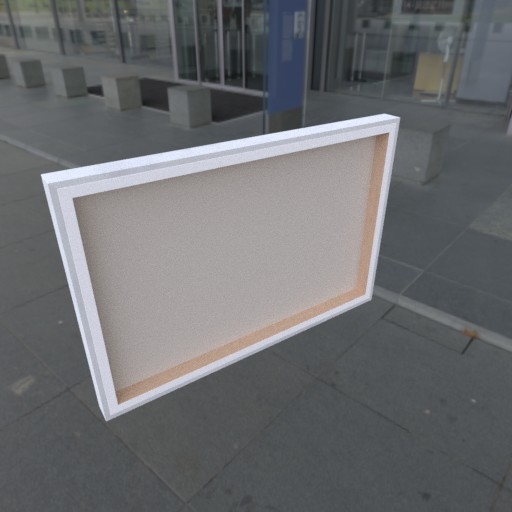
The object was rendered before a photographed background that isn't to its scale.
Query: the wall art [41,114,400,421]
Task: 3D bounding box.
[{"bbox_3d":[0.000,0.000,0.778,0.609,0.407,0.038,-18,35,-29],"label":"wall art"}]
